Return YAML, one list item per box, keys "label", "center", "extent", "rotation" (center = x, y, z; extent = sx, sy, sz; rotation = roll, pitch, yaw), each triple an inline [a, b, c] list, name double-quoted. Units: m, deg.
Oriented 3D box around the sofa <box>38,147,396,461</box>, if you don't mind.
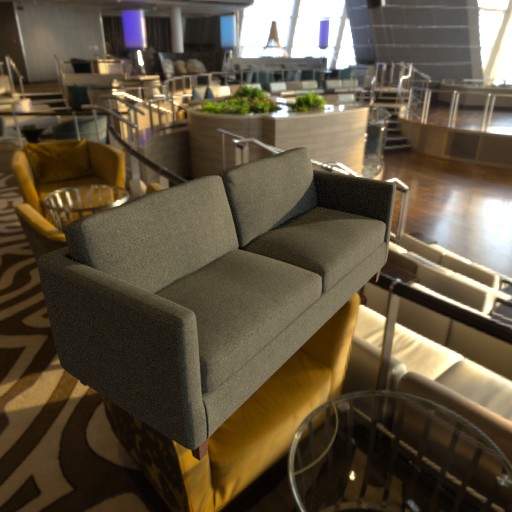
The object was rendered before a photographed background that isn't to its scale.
- label: "sofa"
  center: [0.000, 0.000, 2.693]
  extent: [0.948, 0.965, 2.208]
  rotation: [17, 30, 32]
